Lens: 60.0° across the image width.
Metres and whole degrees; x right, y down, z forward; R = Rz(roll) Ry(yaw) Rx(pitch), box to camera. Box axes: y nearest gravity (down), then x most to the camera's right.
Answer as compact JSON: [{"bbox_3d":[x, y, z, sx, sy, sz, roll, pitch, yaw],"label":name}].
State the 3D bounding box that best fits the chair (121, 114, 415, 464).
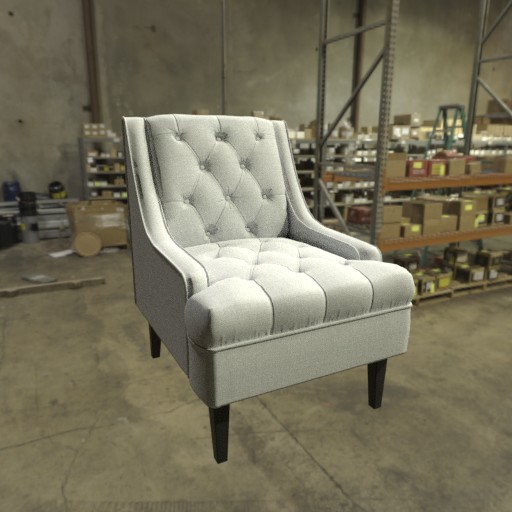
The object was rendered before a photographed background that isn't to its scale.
[{"bbox_3d":[0.000,0.000,1.417,0.658,0.891,0.772,-7,16,-26],"label":"chair"}]
